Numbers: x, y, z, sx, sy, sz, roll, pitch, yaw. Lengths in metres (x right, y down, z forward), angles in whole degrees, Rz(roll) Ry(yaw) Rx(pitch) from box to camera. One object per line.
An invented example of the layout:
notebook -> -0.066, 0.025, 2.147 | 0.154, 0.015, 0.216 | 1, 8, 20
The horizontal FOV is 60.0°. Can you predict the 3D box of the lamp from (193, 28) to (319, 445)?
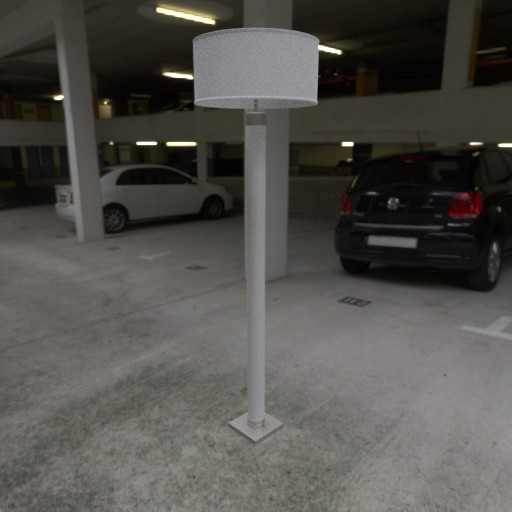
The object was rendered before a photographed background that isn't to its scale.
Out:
lamp -> 0.000, 0.000, 1.655 | 0.420, 1.475, 0.420 | -14, 20, -43
